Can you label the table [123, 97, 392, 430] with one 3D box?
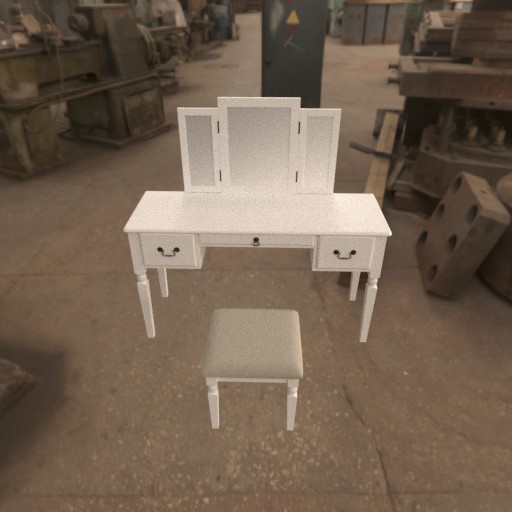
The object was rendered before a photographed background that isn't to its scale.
[{"bbox_3d":[0.000,0.000,2.241,1.369,1.310,1.115,1,32,1],"label":"table"}]
